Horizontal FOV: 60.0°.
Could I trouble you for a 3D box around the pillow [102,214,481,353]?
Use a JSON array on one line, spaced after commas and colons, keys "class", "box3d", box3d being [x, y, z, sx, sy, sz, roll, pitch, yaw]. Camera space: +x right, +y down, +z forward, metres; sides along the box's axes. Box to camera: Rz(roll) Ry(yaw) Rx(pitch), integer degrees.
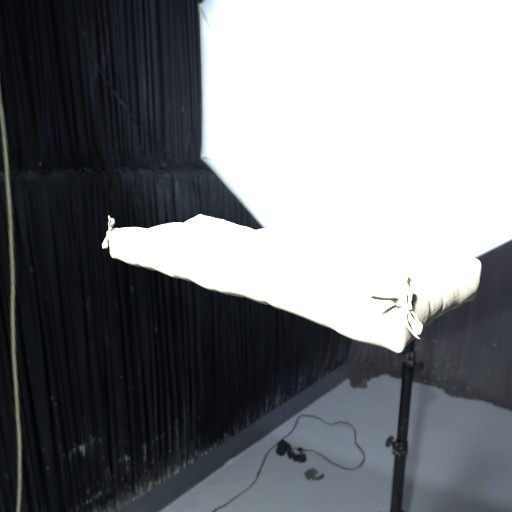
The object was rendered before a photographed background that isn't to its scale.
[{"class": "pillow", "box3d": [0.000, 0.000, 1.342, 1.194, 0.174, 0.511, 13, 19, 42]}]
